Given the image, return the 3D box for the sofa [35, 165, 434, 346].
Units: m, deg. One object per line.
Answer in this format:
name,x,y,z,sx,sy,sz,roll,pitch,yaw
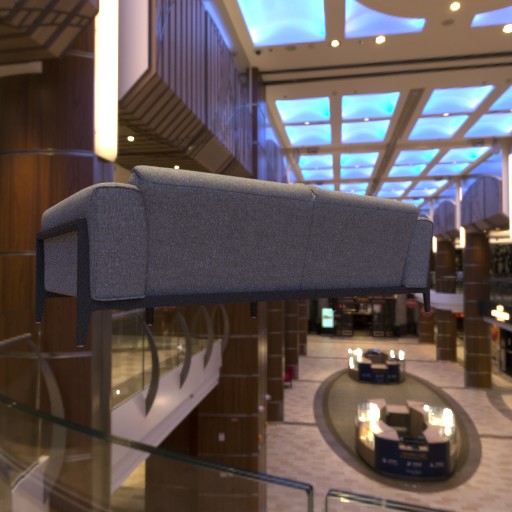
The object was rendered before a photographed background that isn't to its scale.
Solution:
sofa,0.000,0.000,2.521,2.125,0.703,0.985,1,-2,-35
